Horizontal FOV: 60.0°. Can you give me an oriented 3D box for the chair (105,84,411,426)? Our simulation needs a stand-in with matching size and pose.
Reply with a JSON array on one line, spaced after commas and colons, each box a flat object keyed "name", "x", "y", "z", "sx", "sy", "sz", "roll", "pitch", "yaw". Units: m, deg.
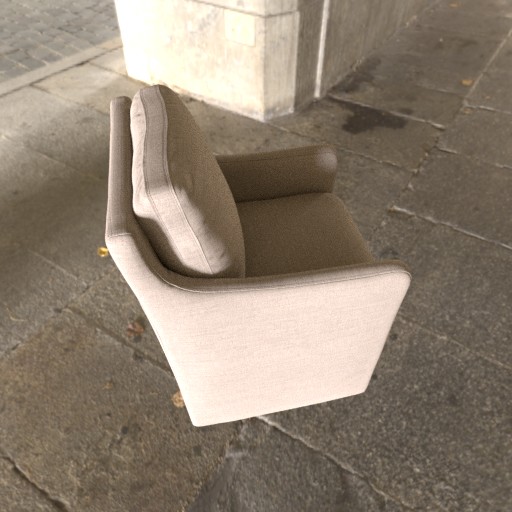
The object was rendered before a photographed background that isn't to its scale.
[{"name": "chair", "x": 0.000, "y": 0.000, "z": 1.343, "sx": 0.694, "sy": 0.914, "sz": 0.626, "roll": -9, "pitch": 46, "yaw": -8}]
